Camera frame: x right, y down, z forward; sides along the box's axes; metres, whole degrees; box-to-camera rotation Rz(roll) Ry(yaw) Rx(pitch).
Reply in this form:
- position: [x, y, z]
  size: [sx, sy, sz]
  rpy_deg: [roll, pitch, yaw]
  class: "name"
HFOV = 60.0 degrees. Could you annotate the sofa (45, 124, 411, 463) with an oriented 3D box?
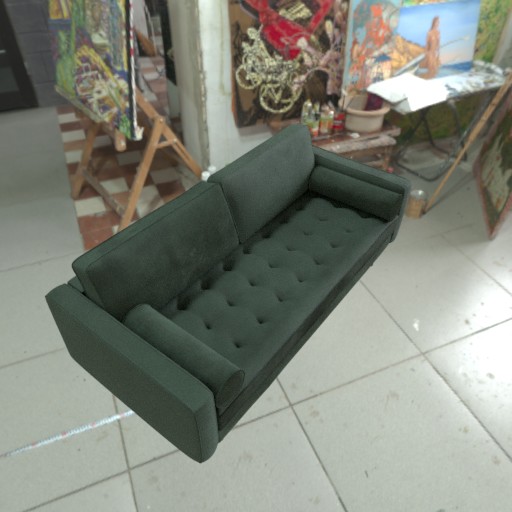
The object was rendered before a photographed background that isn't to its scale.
- position: [0.000, 0.000, 2.369]
  size: [0.916, 0.772, 1.880]
  rpy_deg: [27, 48, 27]
  class: "sofa"
